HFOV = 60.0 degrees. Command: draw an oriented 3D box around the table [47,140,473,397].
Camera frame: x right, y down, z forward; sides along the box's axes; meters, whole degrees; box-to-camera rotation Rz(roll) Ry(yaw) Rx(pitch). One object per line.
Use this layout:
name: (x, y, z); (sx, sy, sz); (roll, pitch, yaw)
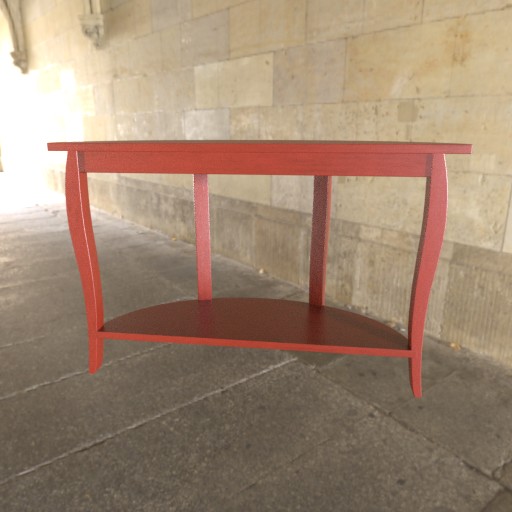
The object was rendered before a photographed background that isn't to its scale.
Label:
table: (0.000, 0.000, 1.557); (1.219, 0.779, 0.405); (2, 16, 7)
